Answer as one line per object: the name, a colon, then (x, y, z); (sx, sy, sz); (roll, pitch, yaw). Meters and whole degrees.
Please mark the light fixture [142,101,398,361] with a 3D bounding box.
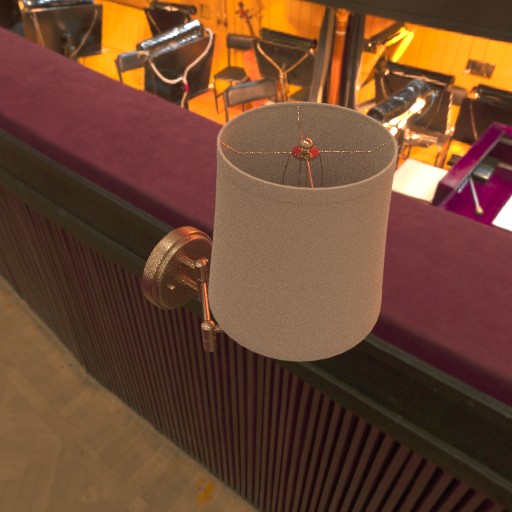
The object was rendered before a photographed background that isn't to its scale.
light fixture: (0.000, 0.000, 0.592); (0.348, 0.381, 0.223); (27, 49, 27)
